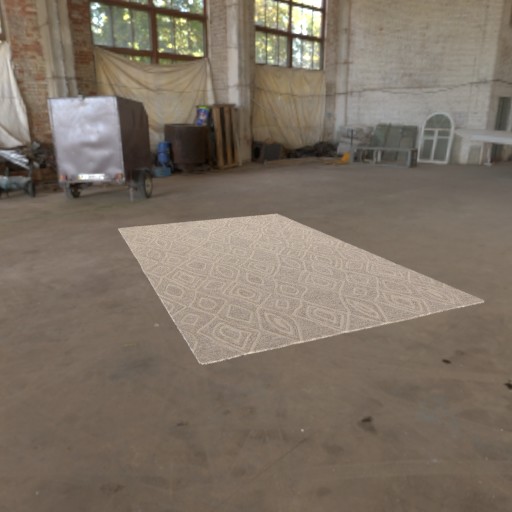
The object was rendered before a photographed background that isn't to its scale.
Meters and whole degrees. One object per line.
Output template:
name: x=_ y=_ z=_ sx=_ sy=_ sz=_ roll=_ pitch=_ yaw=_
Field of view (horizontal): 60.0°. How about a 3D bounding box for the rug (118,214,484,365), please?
rug: x=0.000 y=0.000 z=3.069 sx=1.546 sy=0.010 sz=2.442 roll=-7 pitch=19 yaw=-23
